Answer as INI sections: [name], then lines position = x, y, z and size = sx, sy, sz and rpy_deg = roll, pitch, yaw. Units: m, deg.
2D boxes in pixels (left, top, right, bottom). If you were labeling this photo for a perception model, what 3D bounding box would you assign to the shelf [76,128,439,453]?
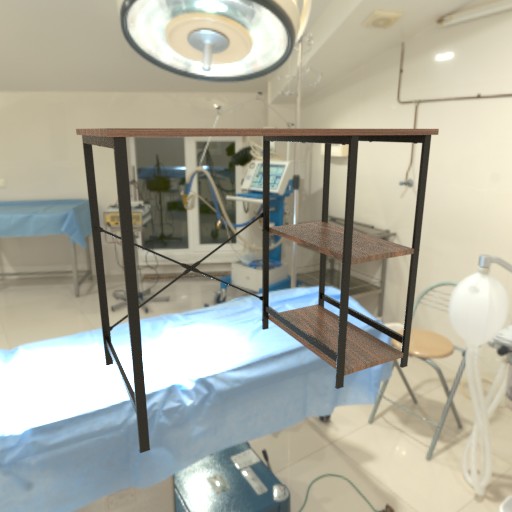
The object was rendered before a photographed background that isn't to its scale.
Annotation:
[shelf]
position = 0.000, 0.000, 1.360
size = 0.902, 0.750, 0.498
rpy_deg = -8, 18, -27
